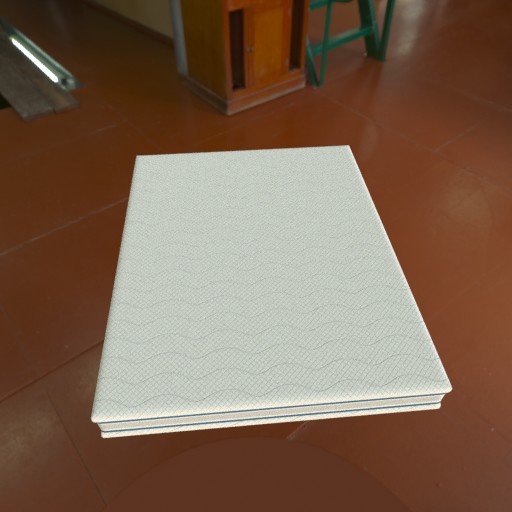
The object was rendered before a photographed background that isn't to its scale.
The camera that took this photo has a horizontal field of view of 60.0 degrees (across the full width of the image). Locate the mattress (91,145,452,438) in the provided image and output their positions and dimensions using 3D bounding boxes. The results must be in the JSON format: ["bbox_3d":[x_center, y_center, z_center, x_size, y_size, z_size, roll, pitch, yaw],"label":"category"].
[{"bbox_3d":[0.000,0.000,2.704,1.600,0.230,2.000,-4,46,-4],"label":"mattress"}]
